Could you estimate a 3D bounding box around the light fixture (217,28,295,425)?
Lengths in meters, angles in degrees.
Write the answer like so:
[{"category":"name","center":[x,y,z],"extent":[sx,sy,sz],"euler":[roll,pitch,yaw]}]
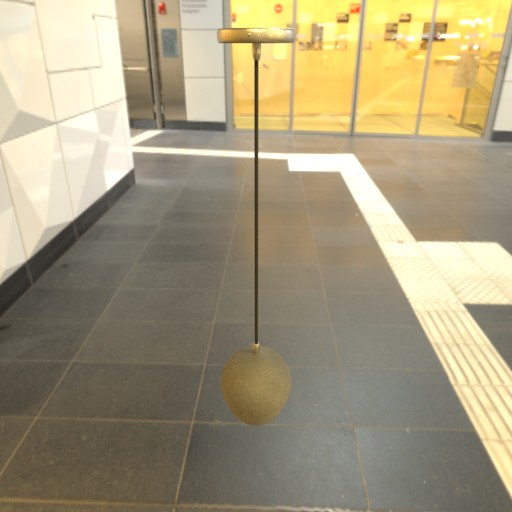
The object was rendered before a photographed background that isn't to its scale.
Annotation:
[{"category":"light fixture","center":[0.000,0.000,0.834],"extent":[0.153,0.760,0.153],"euler":[-8,26,-16]}]
